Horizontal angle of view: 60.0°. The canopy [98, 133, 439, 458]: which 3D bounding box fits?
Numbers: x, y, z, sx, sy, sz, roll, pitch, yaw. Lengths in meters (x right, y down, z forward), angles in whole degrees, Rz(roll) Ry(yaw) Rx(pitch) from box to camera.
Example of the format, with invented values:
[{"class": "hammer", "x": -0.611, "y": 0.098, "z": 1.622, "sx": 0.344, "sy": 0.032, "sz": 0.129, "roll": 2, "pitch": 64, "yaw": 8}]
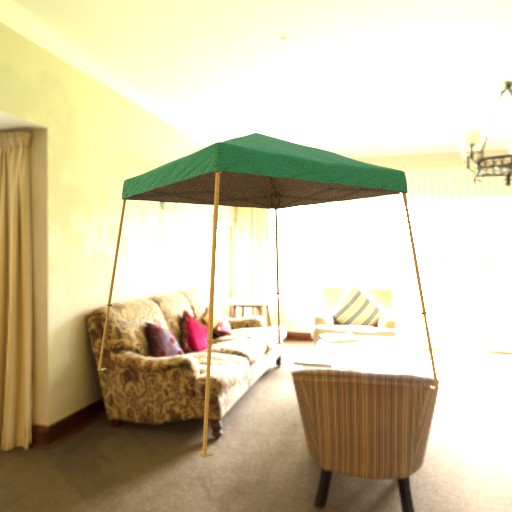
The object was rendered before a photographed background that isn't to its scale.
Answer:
[{"class": "canopy", "x": 0.000, "y": 0.000, "z": 5.146, "sx": 2.849, "sy": 2.850, "sz": 2.850, "roll": -1, "pitch": 1, "yaw": -34}]
